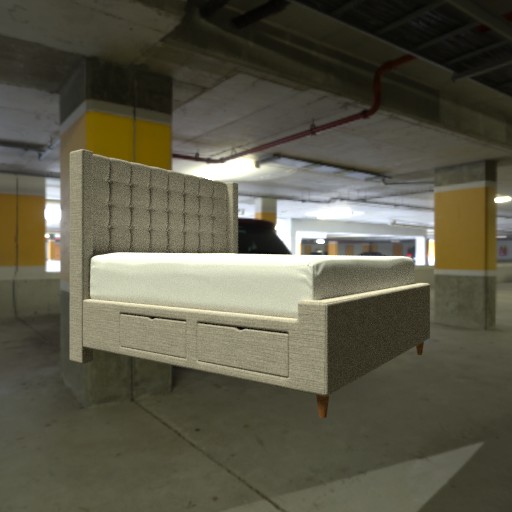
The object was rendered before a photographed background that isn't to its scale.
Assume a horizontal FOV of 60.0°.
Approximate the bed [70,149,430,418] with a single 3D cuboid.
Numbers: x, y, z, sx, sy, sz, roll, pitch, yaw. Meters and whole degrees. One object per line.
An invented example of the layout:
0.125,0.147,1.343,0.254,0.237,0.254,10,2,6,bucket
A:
0.000,0.000,3.820,2.372,1.748,2.044,0,0,36,bed
